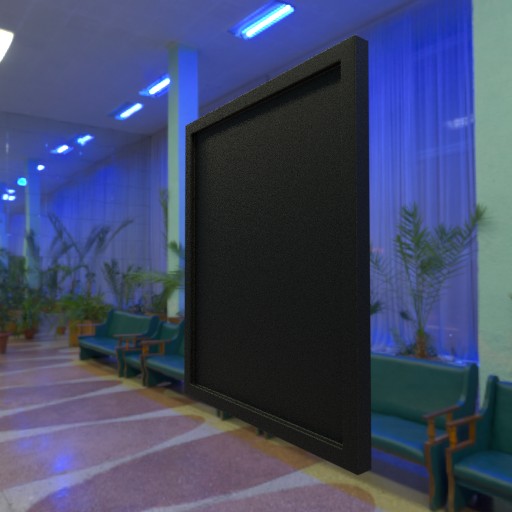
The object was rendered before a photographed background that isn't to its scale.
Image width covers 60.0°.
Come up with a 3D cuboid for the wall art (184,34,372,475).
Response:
[{"bbox_3d":[0.000,0.000,0.750,0.028,0.559,0.457,1,-2,-37],"label":"wall art"}]
